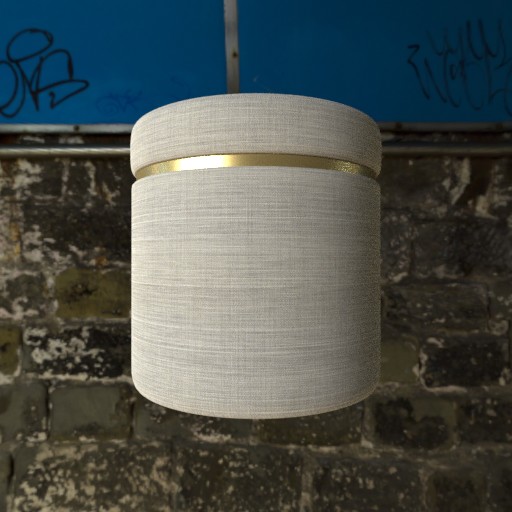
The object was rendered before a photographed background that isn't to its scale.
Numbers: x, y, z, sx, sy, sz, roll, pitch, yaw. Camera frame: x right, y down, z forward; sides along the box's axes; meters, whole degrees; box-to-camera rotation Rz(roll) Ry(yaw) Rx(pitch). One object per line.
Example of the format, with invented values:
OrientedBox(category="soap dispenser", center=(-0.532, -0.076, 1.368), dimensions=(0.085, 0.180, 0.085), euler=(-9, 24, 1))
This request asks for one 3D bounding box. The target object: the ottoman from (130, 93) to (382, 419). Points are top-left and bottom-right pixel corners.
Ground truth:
OrientedBox(category="ottoman", center=(0.000, 0.000, 0.733), dimensions=(0.400, 0.406, 0.400), euler=(0, 0, 0))
